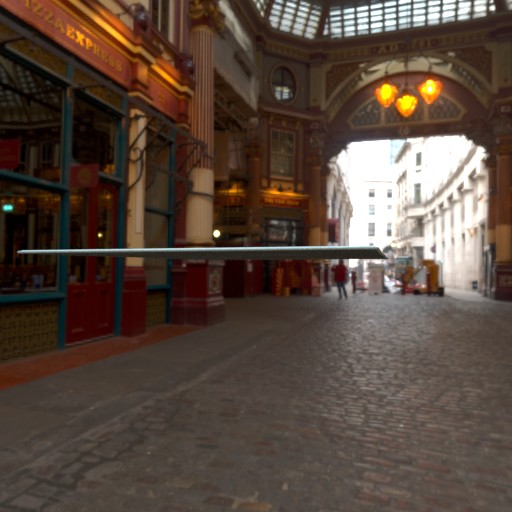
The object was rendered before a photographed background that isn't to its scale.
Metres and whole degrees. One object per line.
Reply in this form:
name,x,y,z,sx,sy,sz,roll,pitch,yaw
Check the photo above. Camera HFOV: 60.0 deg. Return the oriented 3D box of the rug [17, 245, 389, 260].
rug,0.000,0.000,2.827,1.589,0.014,2.205,0,-1,18
